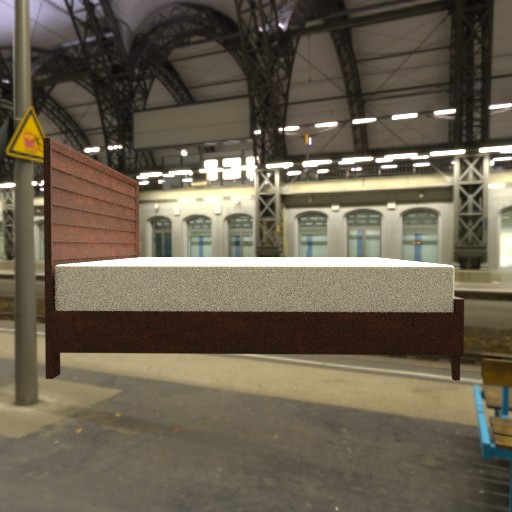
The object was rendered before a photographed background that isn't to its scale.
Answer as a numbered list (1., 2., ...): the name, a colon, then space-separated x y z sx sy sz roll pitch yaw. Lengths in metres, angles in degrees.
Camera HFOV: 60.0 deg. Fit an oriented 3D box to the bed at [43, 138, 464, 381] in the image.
1. bed: 0.000 0.000 3.102 2.184 1.270 1.600 0 1 2
